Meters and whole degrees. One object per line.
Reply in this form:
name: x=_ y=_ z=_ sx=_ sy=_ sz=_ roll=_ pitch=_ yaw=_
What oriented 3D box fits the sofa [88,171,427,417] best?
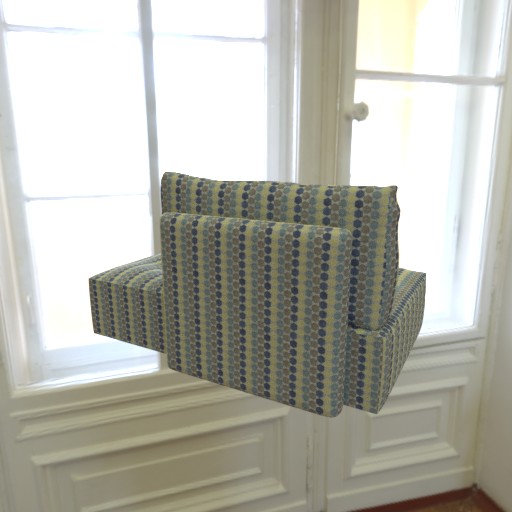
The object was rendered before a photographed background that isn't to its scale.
sofa: x=0.000 y=0.000 z=2.117 sx=1.450 sy=0.820 sz=1.000 roll=8 pitch=16 yaw=28
